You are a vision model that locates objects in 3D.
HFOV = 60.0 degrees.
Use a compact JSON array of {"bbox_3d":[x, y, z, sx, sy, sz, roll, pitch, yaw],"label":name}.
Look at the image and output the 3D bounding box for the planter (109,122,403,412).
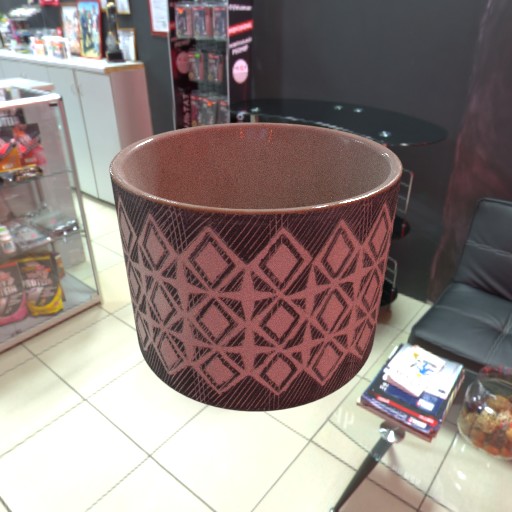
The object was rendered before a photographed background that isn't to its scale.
[{"bbox_3d":[0.000,0.000,0.224,0.126,0.104,0.126,0,30,0],"label":"planter"}]
